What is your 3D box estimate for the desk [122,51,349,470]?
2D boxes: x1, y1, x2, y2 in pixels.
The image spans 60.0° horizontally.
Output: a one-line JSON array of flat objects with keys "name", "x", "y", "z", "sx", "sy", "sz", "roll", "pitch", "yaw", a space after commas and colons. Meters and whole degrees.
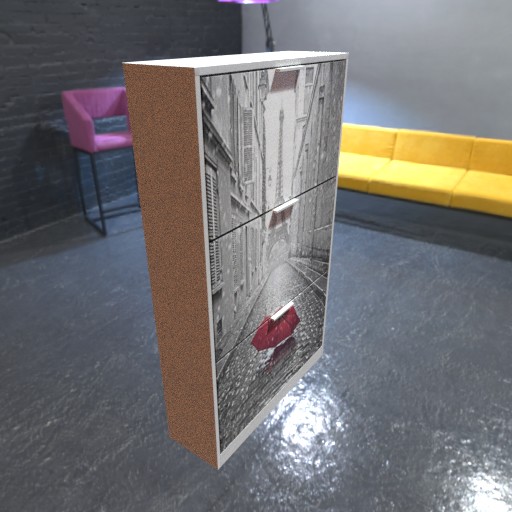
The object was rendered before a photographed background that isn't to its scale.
[{"name": "desk", "x": 0.000, "y": 0.000, "z": 1.561, "sx": 0.250, "sy": 1.280, "sz": 0.750, "roll": 18, "pitch": 33, "yaw": 32}]
